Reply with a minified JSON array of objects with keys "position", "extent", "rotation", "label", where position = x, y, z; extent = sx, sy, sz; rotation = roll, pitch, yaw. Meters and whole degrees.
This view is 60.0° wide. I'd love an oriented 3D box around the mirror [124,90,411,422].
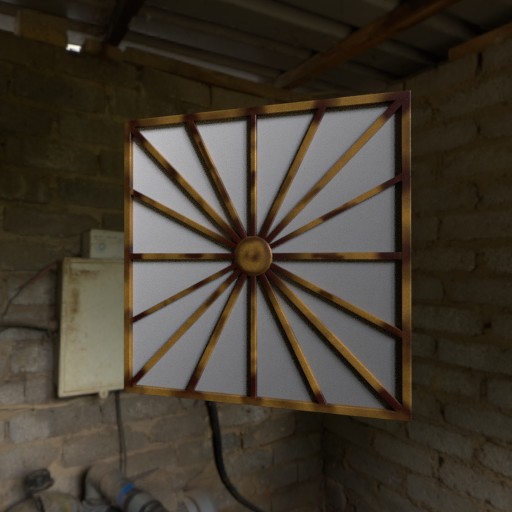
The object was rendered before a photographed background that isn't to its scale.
[{"position":[0.000,0.000,0.770],"extent":[0.509,0.507,0.042],"rotation":[0,0,17],"label":"mirror"}]
